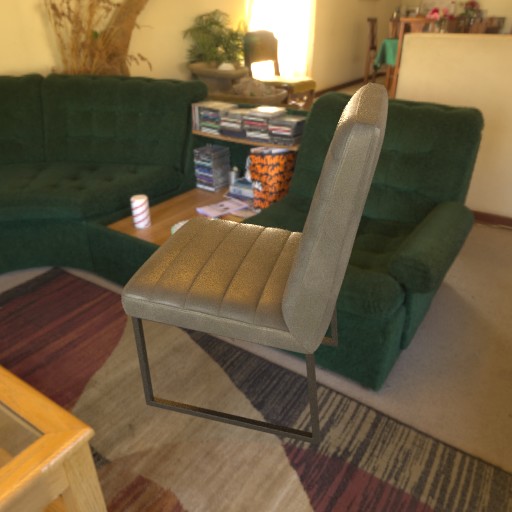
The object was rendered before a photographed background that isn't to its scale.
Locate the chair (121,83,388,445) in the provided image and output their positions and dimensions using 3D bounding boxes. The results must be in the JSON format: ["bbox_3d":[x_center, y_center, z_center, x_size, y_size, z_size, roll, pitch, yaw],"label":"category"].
[{"bbox_3d":[0.000,0.000,1.312,0.634,0.930,0.520,8,30,14],"label":"chair"}]
